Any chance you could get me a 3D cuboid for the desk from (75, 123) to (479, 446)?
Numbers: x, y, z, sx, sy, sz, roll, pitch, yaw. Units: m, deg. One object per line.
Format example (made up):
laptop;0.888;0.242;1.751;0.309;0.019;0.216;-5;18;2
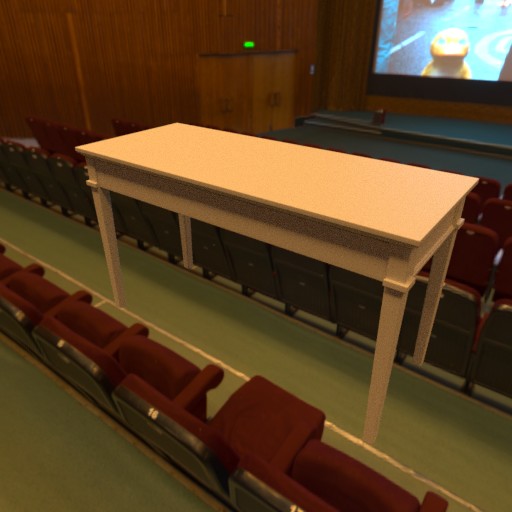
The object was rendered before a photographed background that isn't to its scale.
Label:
desk;0.000;0.000;1.772;1.372;0.774;0.559;20;34;32
